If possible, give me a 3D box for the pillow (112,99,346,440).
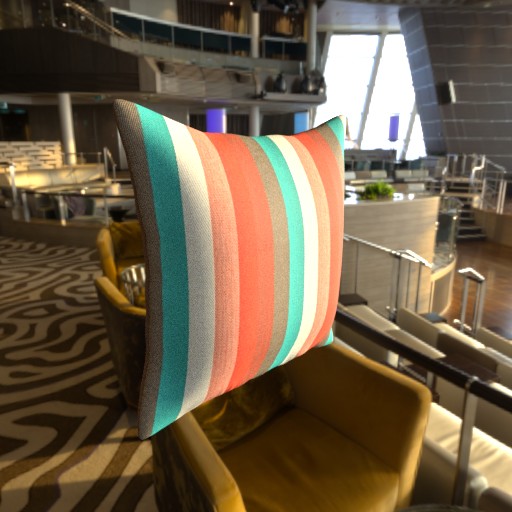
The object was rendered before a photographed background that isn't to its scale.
[{"bbox_3d":[0.000,0.000,0.698,0.168,0.443,0.453,14,20,43],"label":"pillow"}]
